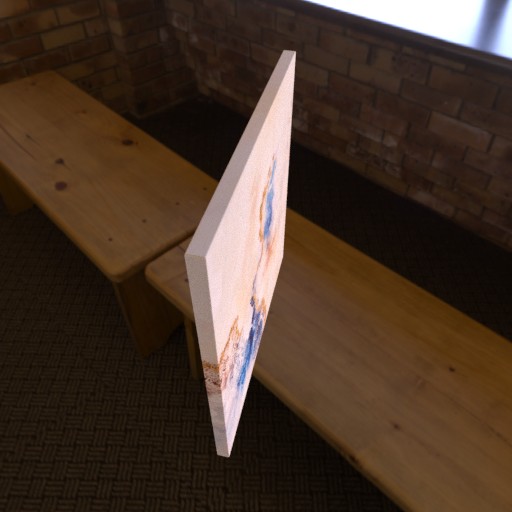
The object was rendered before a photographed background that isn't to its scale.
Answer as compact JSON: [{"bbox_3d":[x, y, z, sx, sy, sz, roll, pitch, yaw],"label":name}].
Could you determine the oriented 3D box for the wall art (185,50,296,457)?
[{"bbox_3d":[0.000,0.000,1.354,0.038,0.889,0.889,10,47,9],"label":"wall art"}]
